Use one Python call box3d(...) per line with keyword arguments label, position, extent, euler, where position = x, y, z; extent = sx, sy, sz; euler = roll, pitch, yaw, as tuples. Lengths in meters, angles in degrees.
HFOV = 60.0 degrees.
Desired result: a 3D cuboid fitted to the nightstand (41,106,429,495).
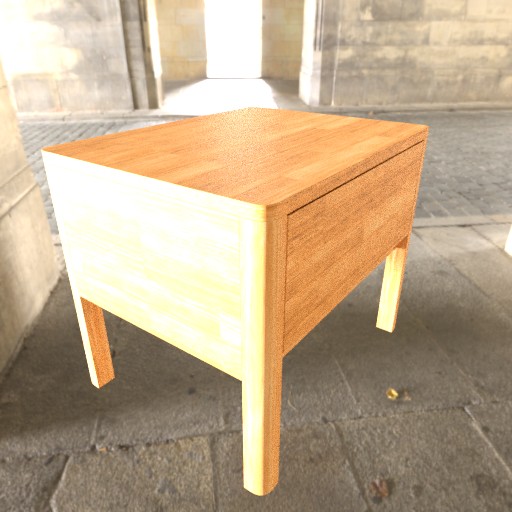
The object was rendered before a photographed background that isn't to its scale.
box3d(label="nightstand", position=(0.000, 0.000, 0.882), extent=(0.440, 0.470, 0.560), euler=(18, 32, 32))
